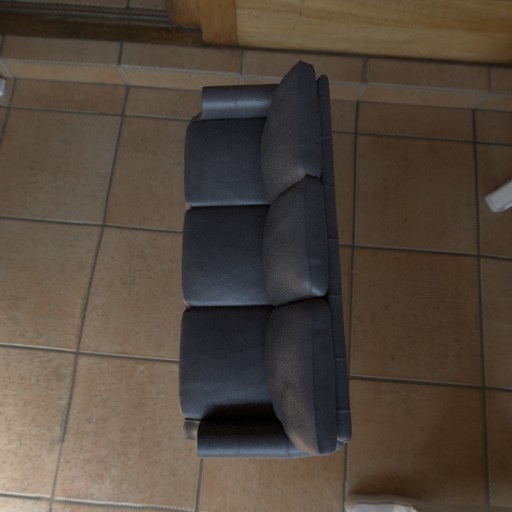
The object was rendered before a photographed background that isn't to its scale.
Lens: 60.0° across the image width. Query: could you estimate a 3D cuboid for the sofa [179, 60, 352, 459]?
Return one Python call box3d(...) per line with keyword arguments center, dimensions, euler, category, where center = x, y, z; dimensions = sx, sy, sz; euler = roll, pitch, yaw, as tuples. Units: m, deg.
box3d(center=(0.000, 0.000, 2.850), dimensions=(0.974, 0.977, 2.387), euler=(-1, 76, 0), category="sofa")
